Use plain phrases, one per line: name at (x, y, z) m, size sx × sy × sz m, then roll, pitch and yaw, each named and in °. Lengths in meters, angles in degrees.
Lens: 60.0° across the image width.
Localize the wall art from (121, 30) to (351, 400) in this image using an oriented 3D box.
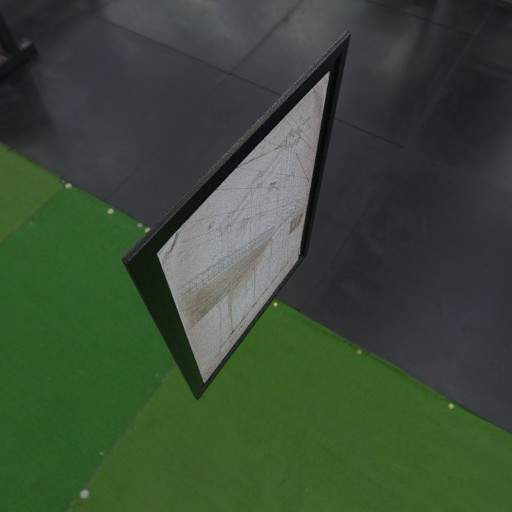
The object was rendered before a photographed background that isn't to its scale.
wall art at (0.000, 0.000, 1.246) m, size 0.013 × 0.967 × 0.707 m, roll 31°, pitch 65°, yaw 17°
